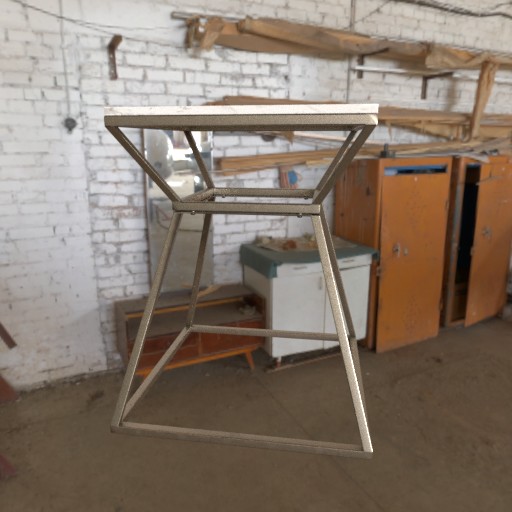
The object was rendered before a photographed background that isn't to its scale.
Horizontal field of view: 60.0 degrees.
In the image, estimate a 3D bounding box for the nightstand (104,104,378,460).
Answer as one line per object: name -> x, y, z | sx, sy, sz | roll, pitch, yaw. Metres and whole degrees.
nightstand -> 0.000, 0.000, 0.904 | 0.455, 0.554, 0.455 | 2, 15, 9
